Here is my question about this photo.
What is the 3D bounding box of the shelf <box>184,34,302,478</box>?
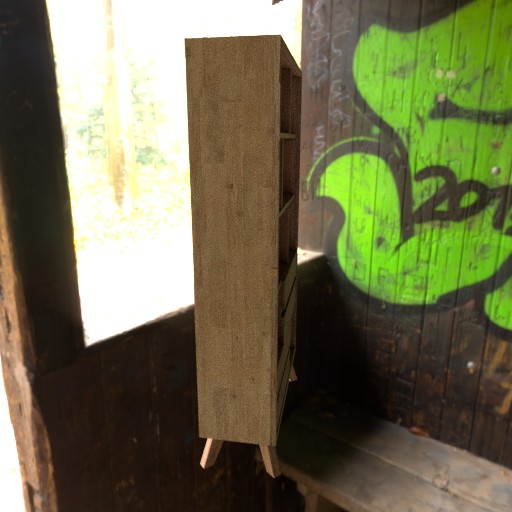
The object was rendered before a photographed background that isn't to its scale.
[{"bbox_3d":[0.000,0.000,1.786,0.308,1.471,0.748,3,15,10],"label":"shelf"}]
